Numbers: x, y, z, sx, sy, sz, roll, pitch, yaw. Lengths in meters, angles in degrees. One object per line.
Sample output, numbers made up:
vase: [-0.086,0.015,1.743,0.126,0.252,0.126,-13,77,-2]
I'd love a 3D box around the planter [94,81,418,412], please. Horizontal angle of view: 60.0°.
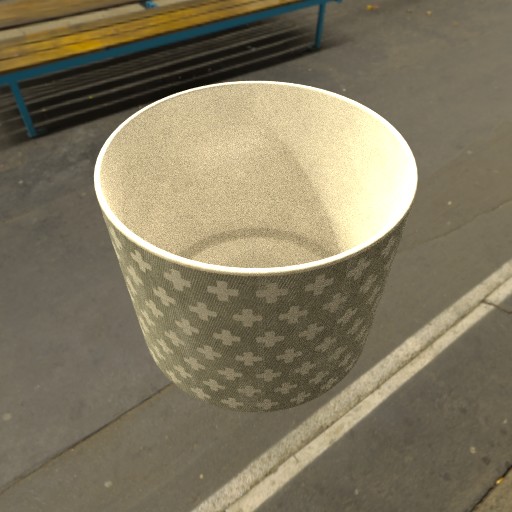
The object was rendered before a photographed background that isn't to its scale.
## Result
planter: [0.000,0.000,0.439,0.250,0.239,0.250,0,47,0]
